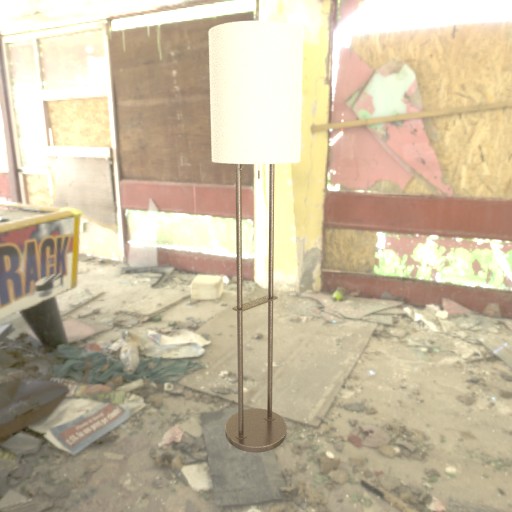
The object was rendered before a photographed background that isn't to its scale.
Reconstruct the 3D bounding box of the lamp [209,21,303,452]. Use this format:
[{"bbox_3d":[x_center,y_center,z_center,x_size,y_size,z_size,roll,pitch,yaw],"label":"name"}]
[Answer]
[{"bbox_3d":[0.000,0.000,1.631,0.305,1.500,0.306,15,21,43],"label":"lamp"}]
